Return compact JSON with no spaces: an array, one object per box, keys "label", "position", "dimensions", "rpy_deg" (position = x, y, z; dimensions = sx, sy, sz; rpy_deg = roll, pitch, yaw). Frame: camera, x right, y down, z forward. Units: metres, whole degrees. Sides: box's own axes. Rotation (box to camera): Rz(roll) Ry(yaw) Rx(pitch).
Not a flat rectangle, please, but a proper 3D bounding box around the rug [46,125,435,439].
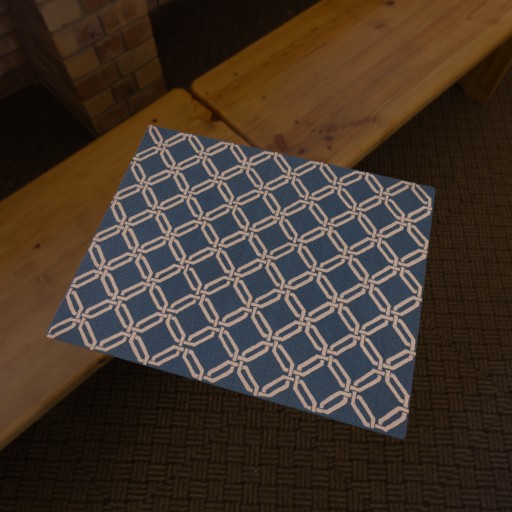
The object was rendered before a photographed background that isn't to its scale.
[{"label":"rug","position":[0.000,0.000,3.840],"dimensions":[2.867,0.020,2.277],"rpy_deg":[14,65,7]}]
